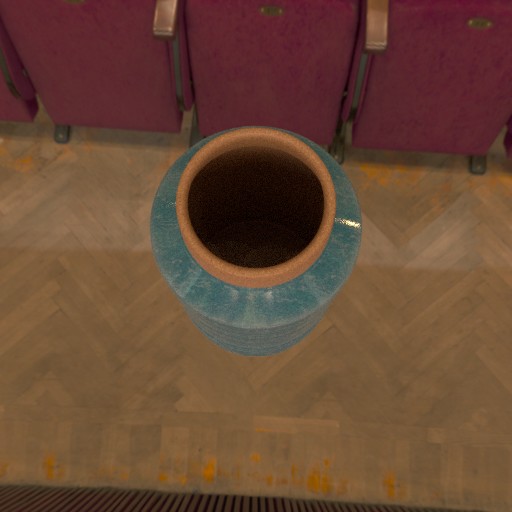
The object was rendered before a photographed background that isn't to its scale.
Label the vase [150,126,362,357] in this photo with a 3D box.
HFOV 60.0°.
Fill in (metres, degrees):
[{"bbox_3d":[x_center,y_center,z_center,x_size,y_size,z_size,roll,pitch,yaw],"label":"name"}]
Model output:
[{"bbox_3d":[0.000,0.000,0.377,0.163,0.267,0.163,0,76,0],"label":"vase"}]
